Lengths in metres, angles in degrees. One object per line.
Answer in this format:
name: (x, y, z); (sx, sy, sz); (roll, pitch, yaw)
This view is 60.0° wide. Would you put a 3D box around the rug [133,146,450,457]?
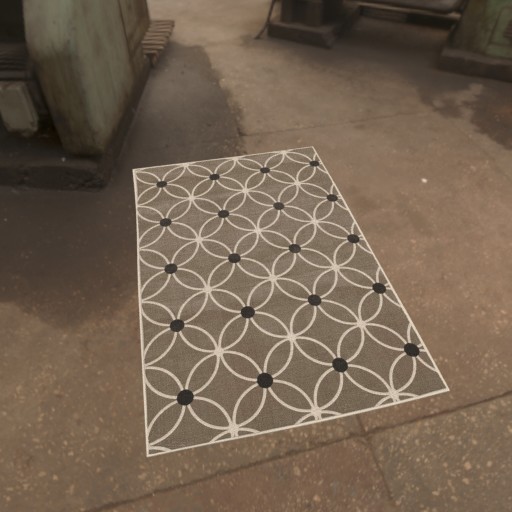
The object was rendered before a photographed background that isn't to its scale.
rug: (0.000, 0.000, 2.891); (1.522, 0.008, 2.284); (-9, 47, -9)
